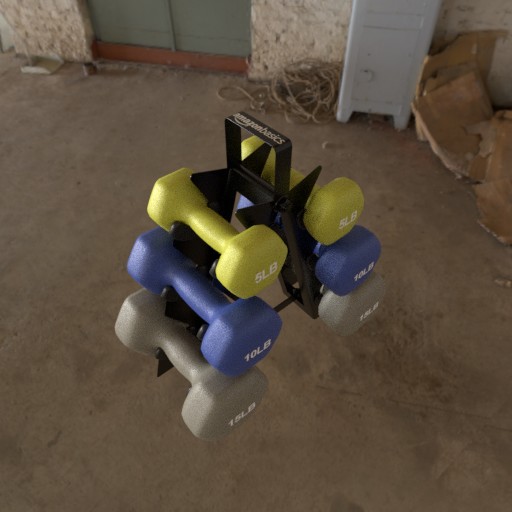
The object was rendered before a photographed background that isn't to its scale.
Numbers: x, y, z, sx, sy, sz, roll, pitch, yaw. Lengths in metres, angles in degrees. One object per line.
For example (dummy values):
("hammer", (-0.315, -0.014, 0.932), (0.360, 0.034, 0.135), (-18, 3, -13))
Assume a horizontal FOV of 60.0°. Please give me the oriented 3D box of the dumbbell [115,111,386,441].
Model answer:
("dumbbell", (0.000, 0.000, 0.667), (0.416, 0.426, 0.261), (-32, 54, -27))
